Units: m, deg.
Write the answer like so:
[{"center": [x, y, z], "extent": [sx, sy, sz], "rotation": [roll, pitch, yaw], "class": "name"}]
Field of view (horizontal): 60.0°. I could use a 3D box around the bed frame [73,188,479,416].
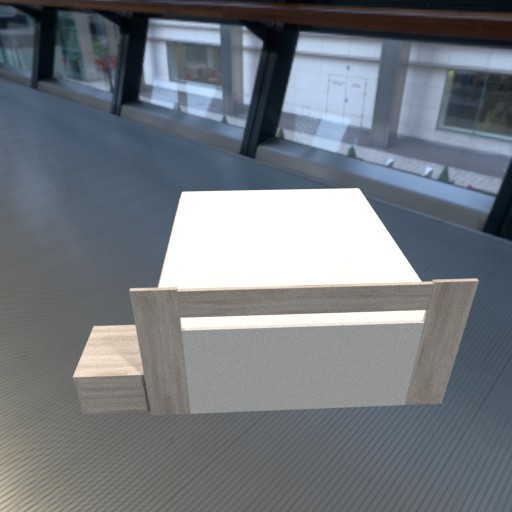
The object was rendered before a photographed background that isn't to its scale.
[{"center": [0.000, 0.000, 3.183], "extent": [2.040, 0.860, 2.050], "rotation": [-1, 30, -3], "class": "bed frame"}]
